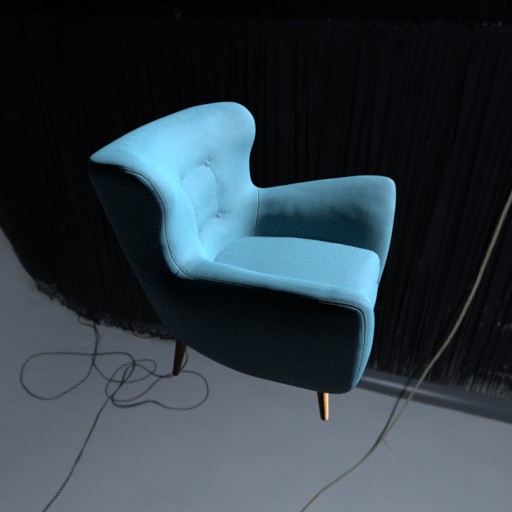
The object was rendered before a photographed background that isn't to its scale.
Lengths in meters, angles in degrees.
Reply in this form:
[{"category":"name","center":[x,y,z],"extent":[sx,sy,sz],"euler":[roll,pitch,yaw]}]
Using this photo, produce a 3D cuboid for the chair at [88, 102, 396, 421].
[{"category":"chair","center":[0.000,0.000,1.585],"extent":[0.889,0.889,0.890],"euler":[10,32,16]}]
